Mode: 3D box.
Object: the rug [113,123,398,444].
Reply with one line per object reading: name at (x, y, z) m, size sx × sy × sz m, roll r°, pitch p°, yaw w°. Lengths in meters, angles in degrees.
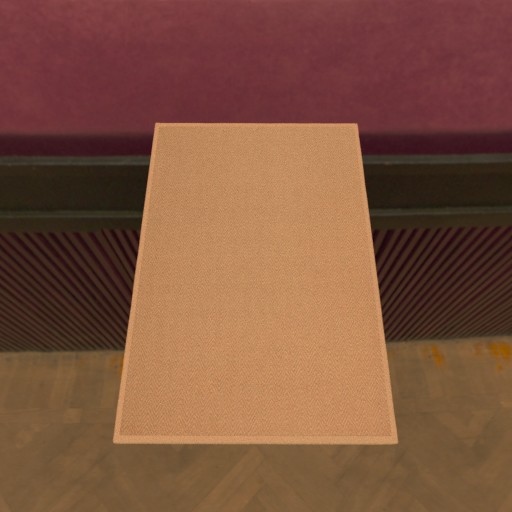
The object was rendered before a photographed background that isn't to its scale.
rug at (0.000, 0.000, 2.866) m, size 1.532 × 0.017 × 2.244 m, roll 0°, pitch 64°, yaw 0°
